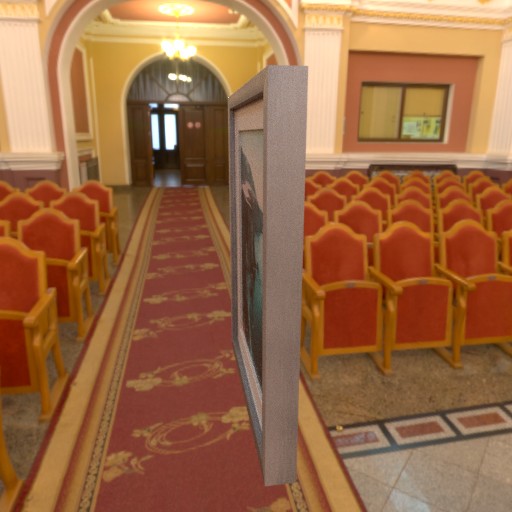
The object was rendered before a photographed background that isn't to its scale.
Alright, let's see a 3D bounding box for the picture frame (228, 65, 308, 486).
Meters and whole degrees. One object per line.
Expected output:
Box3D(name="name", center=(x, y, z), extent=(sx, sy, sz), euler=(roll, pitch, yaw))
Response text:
Box3D(name="picture frame", center=(0.000, 0.000, 0.774), extent=(0.046, 0.555, 0.449), euler=(-2, 16, -9))
